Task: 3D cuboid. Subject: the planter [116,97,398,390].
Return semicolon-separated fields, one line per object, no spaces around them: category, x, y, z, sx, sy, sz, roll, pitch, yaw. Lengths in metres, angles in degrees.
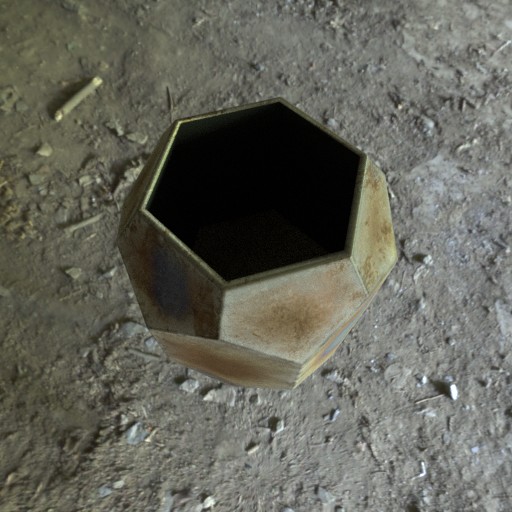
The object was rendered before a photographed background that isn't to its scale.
planter;0.000;0.000;0.427;0.221;0.238;0.243;-15;64;-7
